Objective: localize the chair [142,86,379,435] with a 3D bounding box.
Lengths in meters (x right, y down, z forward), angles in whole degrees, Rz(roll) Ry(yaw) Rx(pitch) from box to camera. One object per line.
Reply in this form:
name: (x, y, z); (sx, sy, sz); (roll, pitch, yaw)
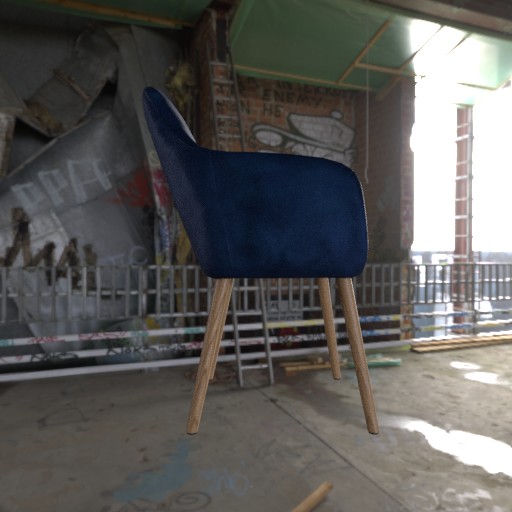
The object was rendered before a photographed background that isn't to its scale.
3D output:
chair: (0.000, 0.000, 1.254); (0.573, 0.826, 0.578); (0, 1, -1)
